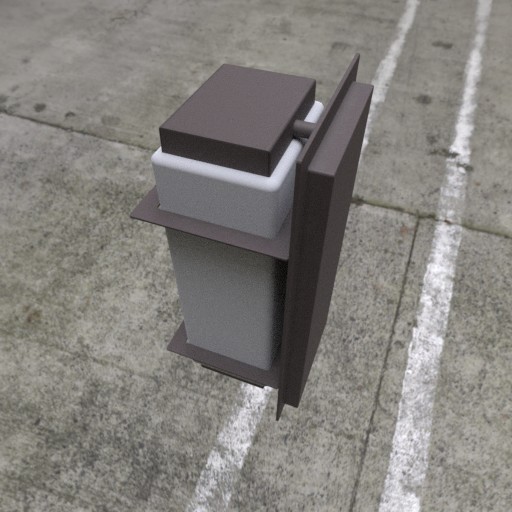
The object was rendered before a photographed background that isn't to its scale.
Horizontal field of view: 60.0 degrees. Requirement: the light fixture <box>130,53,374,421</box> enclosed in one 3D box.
[{"bbox_3d":[0.000,0.000,0.431,0.146,0.347,0.153,16,49,14],"label":"light fixture"}]
